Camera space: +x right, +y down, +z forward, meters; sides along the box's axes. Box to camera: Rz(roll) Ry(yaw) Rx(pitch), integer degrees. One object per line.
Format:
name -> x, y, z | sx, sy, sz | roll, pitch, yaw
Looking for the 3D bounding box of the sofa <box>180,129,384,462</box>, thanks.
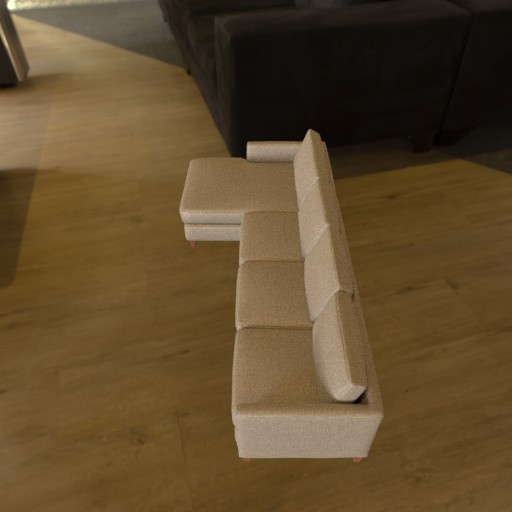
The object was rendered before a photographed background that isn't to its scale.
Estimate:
sofa -> 0.000, 0.000, 3.815 | 1.502, 0.876, 3.201 | 0, 43, 0
